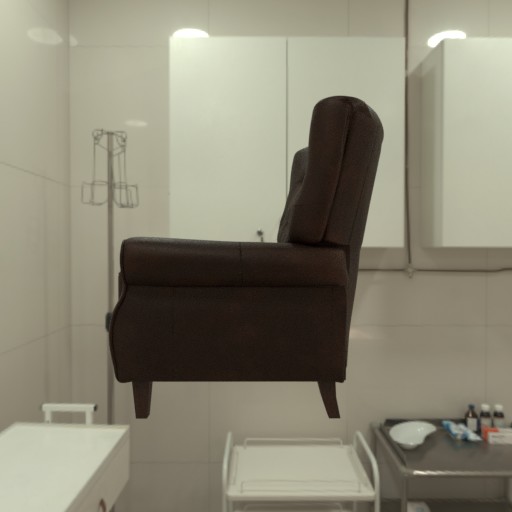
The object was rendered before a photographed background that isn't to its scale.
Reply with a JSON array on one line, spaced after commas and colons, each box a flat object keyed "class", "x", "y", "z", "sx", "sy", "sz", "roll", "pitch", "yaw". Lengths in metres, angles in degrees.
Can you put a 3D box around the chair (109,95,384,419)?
[{"class": "chair", "x": 0.000, "y": 0.000, "z": 1.918, "sx": 1.058, "sy": 1.158, "sz": 0.948, "roll": 0, "pitch": 1, "yaw": 0}]
